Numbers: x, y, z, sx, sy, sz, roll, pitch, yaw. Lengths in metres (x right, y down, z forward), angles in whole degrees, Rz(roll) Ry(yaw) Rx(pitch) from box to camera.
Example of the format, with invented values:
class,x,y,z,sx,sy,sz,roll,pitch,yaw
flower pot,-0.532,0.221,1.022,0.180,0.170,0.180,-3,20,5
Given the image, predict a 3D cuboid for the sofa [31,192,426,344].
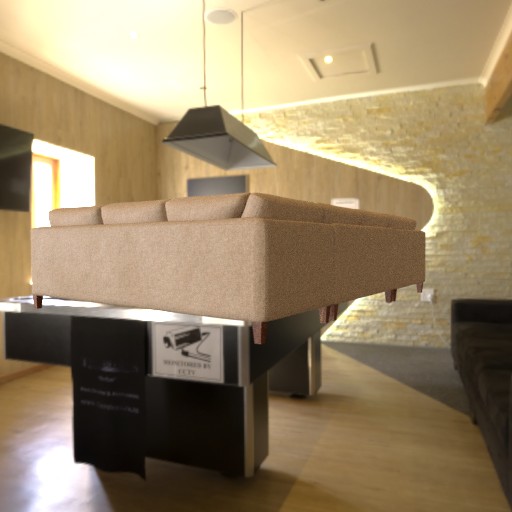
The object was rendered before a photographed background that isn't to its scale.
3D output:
class,x,y,z,sx,sy,sz,roll,pitch,yaw
sofa,0.000,0.000,4.553,2.551,0.889,3.403,1,2,35
